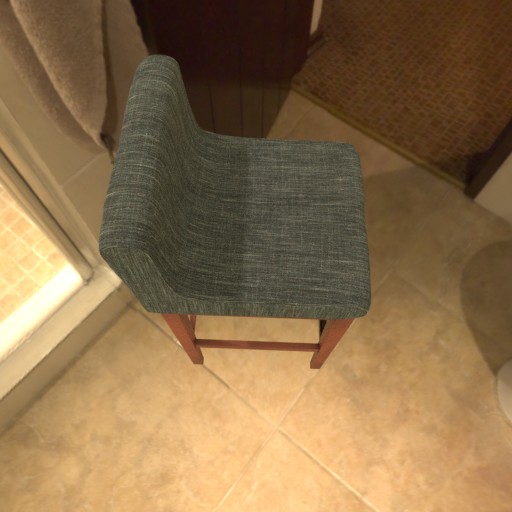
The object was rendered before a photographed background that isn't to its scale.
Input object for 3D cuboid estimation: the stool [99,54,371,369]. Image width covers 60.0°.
[{"bbox_3d":[0.000,0.000,1.074,0.459,0.835,0.395,2,64,1],"label":"stool"}]
